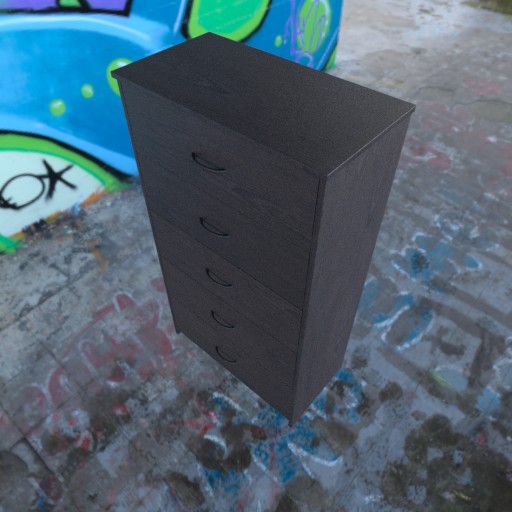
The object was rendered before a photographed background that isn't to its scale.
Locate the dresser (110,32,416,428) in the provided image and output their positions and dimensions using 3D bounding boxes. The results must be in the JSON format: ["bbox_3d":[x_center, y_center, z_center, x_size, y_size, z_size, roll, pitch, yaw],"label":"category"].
[{"bbox_3d":[0.000,0.000,1.581,0.704,1.254,0.418,32,55,27],"label":"dresser"}]
